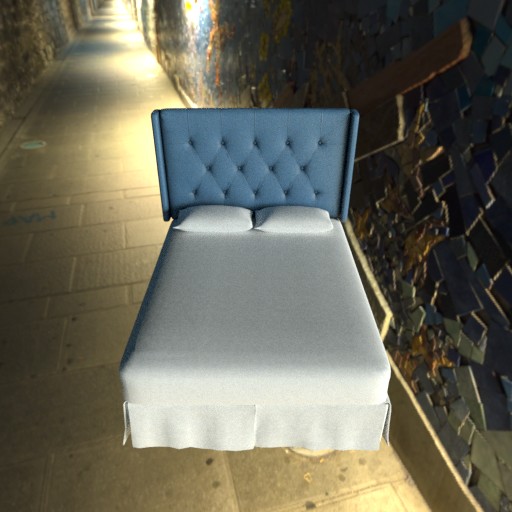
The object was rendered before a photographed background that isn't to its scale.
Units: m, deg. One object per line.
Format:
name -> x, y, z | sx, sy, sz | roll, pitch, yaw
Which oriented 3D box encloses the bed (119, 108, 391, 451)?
bed -> 0.000, 0.000, 3.264 | 1.719, 1.665, 2.078 | 0, 32, 0
